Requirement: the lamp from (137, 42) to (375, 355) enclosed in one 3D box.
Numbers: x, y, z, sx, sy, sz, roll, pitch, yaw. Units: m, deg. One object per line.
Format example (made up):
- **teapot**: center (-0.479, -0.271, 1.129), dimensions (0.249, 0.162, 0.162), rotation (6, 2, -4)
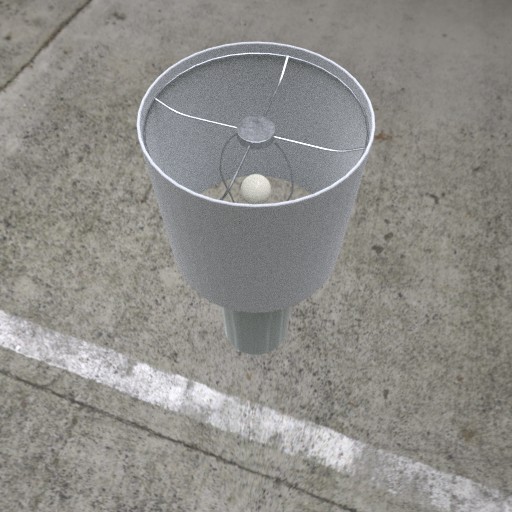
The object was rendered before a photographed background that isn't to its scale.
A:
- **lamp**: center (0.000, 0.000, 0.607), dimensions (0.212, 0.493, 0.212), rotation (16, 60, 10)
